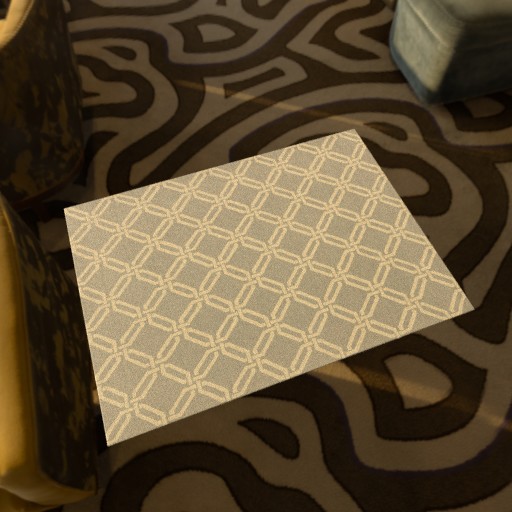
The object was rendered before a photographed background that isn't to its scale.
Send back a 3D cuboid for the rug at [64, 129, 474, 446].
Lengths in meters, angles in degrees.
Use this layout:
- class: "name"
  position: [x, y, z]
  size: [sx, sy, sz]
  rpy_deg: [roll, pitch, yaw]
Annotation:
- class: "rug"
  position: [0.000, 0.000, 4.326]
  size: [3.353, 0.013, 2.438]
  rpy_deg: [-18, 61, -10]
